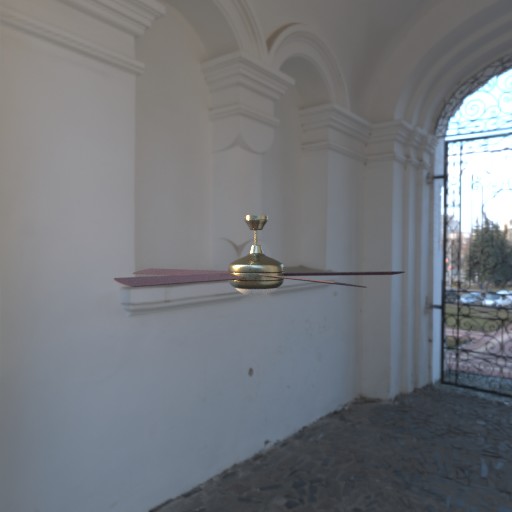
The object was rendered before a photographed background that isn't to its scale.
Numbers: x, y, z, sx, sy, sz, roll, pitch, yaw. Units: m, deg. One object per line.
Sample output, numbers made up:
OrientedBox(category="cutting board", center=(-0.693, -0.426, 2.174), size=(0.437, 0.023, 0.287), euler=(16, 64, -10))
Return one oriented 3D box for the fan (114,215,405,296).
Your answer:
OrientedBox(category="fan", center=(0.000, 0.000, 1.977), size=(1.321, 0.356, 1.321), euler=(-1, 1, -36))
